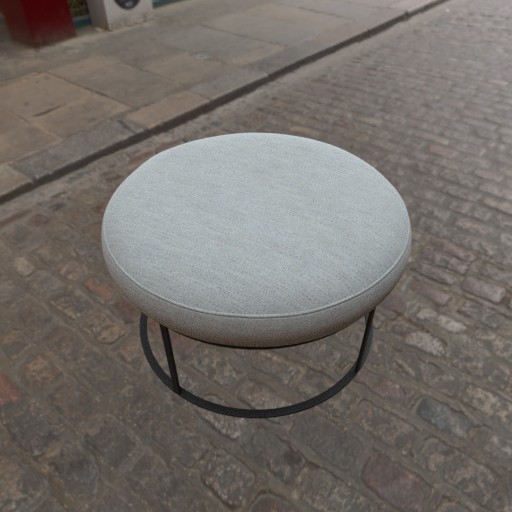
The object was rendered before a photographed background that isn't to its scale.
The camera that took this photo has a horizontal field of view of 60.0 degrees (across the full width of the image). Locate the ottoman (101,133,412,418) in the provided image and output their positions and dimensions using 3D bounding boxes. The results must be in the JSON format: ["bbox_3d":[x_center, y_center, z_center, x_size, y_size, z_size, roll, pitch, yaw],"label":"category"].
[{"bbox_3d":[0.000,0.000,1.222,0.769,0.459,0.769,0,41,0],"label":"ottoman"}]
